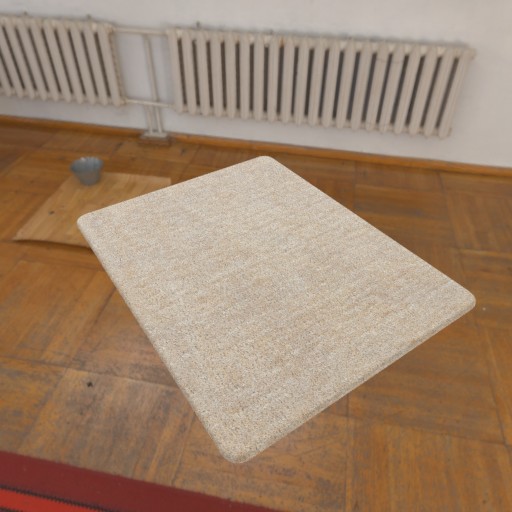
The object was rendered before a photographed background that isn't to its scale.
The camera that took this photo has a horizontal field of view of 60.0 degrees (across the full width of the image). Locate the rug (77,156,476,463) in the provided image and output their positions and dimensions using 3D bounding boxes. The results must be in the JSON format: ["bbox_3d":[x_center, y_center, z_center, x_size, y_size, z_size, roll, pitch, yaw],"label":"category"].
[{"bbox_3d":[0.000,0.000,3.388,2.009,0.048,2.528,-24,46,-25],"label":"rug"}]
